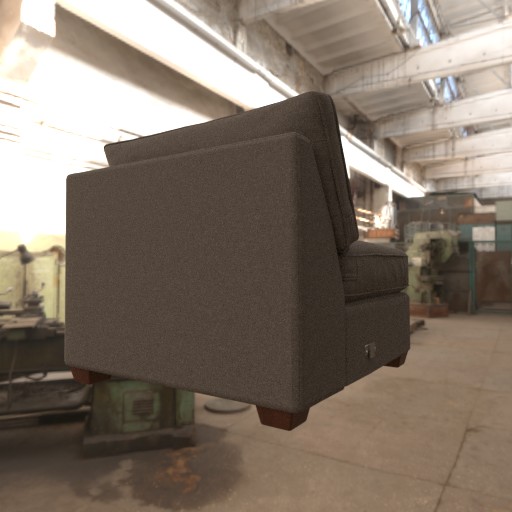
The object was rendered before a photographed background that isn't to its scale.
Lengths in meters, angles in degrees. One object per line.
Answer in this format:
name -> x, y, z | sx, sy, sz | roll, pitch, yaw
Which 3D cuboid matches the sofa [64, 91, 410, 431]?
sofa -> 0.000, 0.000, 1.932 | 1.084, 1.002, 1.146 | -1, -1, 34
